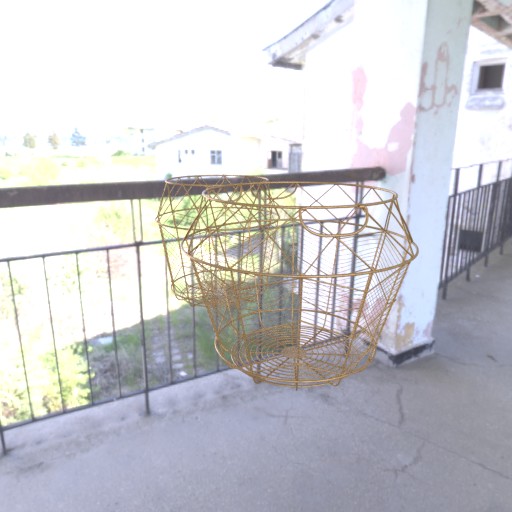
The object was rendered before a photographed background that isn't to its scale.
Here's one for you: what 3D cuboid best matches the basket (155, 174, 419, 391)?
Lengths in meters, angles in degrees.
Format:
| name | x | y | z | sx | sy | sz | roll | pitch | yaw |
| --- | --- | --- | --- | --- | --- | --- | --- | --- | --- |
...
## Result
| name | x | y | z | sx | sy | sz | roll | pitch | yaw |
| --- | --- | --- | --- | --- | --- | --- | --- | --- | --- |
| basket | 0.000 | 0.000 | 1.041 | 0.451 | 0.343 | 0.805 | -8 | 17 | -26 |
